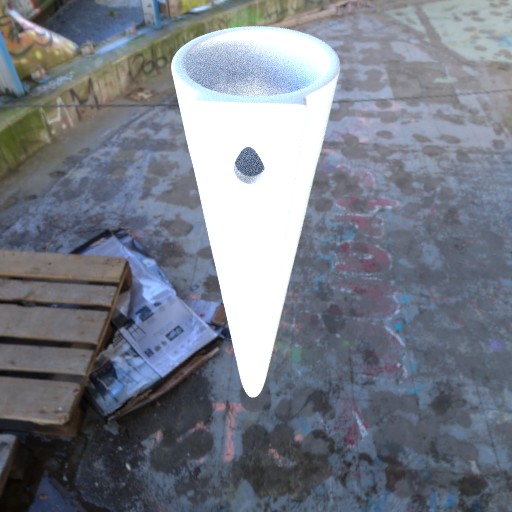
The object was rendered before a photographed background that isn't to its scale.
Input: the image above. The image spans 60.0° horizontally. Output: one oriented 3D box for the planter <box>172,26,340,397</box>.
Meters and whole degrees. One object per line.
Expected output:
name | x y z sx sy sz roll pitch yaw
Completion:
planter | 0.000 0.000 0.221 0.057 0.193 0.064 3 46 3
